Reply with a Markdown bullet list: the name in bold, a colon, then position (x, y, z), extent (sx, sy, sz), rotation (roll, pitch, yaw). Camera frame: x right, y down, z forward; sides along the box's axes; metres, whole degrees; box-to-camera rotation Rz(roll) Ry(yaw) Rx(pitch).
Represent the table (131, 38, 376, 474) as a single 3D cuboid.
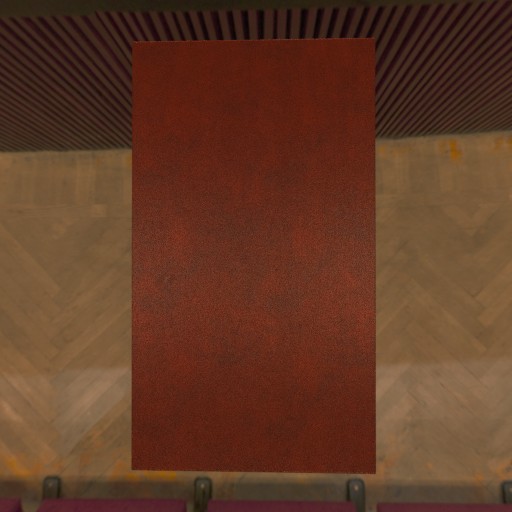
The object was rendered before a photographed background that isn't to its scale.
- **table**: position (0.000, 0.000, 1.191), extent (0.533, 0.456, 0.943), rotation (0, 90, 2)
